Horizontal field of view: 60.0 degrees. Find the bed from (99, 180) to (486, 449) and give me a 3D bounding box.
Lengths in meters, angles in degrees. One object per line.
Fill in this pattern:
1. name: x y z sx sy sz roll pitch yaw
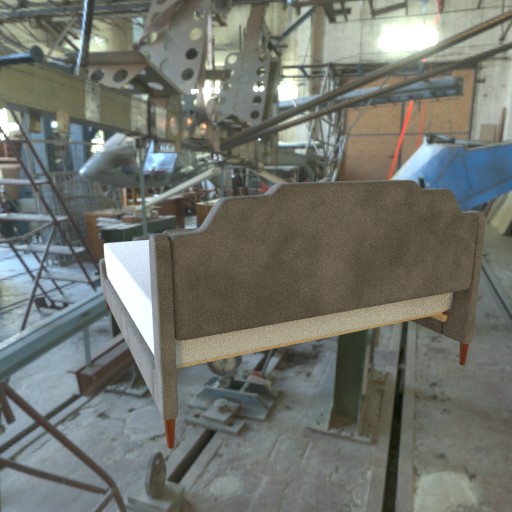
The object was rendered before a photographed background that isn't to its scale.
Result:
1. bed: 0.000 0.000 3.426 2.074 1.245 2.340 -6 14 -25
